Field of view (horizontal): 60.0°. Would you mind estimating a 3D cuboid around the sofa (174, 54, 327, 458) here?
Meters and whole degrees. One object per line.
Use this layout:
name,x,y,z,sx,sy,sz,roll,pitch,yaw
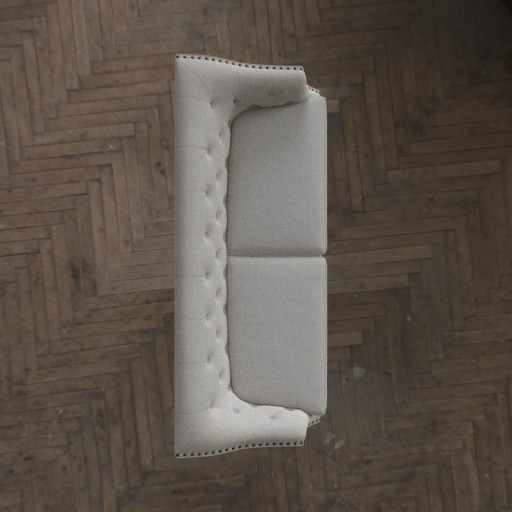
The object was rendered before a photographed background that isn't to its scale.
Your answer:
sofa,0.000,0.000,2.844,0.914,0.901,2.235,0,90,-1
